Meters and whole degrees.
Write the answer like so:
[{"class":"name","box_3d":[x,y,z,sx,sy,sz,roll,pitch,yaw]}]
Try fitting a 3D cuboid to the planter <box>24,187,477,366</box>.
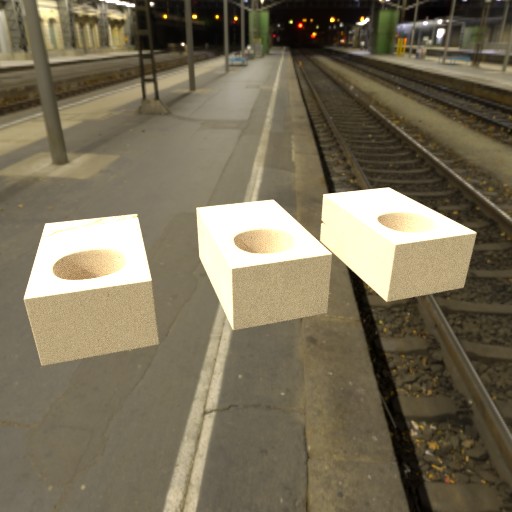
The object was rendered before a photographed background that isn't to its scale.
[{"class":"planter","box_3d":[0.000,0.000,0.377,0.333,0.051,0.127,-8,27,-16]}]
